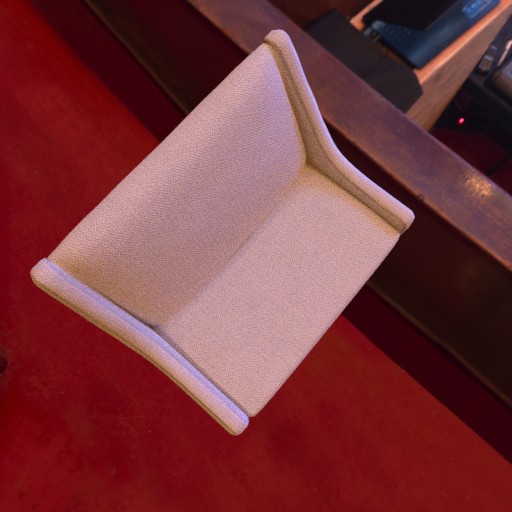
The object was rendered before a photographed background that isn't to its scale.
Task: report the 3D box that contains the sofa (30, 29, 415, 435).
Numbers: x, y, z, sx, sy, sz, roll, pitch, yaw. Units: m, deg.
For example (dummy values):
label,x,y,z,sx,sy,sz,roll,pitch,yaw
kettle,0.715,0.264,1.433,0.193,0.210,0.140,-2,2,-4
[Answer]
label,x,y,z,sx,sy,sz,roll,pitch,yaw
sofa,0.000,0.000,1.902,0.870,1.022,1.242,40,79,9
